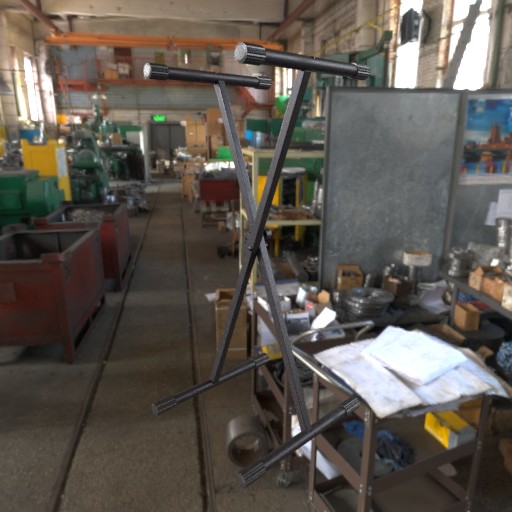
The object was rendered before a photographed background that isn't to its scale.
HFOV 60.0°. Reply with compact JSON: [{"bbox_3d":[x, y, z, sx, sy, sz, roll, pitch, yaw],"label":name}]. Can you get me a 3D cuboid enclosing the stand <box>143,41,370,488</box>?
[{"bbox_3d":[0.000,0.000,1.169,0.449,0.940,0.409,-14,21,-41],"label":"stand"}]
